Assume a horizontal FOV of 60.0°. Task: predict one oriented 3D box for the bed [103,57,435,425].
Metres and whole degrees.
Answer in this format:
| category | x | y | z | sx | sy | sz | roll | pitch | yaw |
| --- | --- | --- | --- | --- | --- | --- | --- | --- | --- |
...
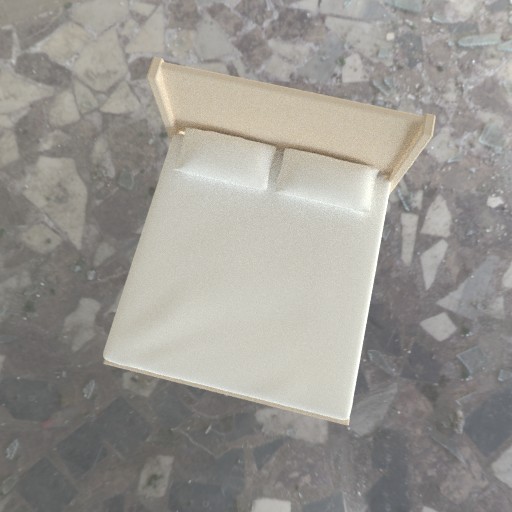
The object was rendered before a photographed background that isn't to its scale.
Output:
| category | x | y | z | sx | sy | sz | roll | pitch | yaw |
| --- | --- | --- | --- | --- | --- | --- | --- | --- | --- |
| bed | 0.000 | 0.000 | 3.695 | 2.145 | 1.471 | 2.293 | 13 | 75 | 3 |
